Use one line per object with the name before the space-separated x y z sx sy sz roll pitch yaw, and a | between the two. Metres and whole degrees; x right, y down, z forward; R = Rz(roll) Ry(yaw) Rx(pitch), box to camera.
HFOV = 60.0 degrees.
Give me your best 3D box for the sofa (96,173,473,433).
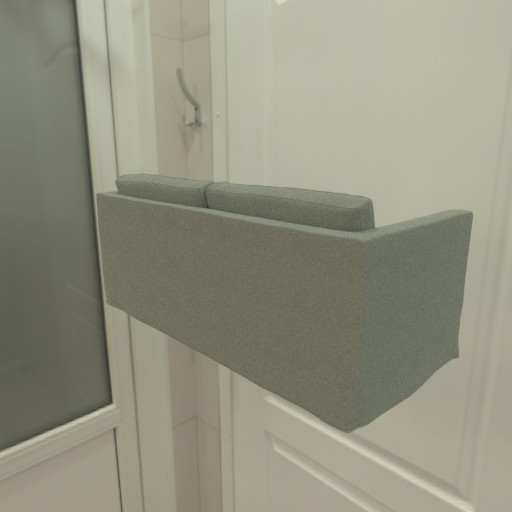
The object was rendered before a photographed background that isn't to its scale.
sofa | 0.000 0.000 2.478 0.940 0.870 1.987 -14 20 -42
